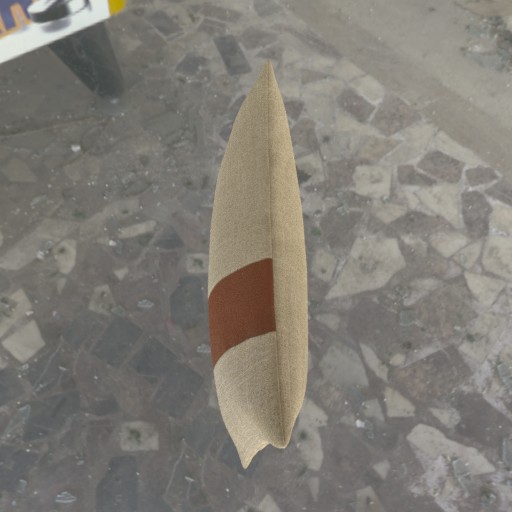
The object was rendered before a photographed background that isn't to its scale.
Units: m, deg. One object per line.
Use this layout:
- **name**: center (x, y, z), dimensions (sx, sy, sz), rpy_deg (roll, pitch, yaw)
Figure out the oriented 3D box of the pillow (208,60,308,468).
- **pillow**: center (0.000, 0.000, 0.720), dimensions (0.155, 0.282, 0.612), rpy_deg (-1, 59, 0)
